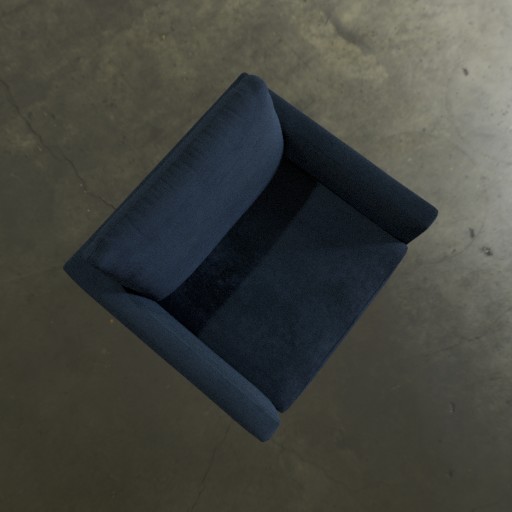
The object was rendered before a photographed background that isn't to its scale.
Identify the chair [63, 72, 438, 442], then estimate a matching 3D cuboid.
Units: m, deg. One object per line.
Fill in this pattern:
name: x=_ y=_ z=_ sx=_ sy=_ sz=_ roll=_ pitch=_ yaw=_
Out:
chair: x=0.000 y=0.000 z=1.654 sx=0.875 sy=0.812 sz=0.964 roll=38 pitch=80 yaw=8
